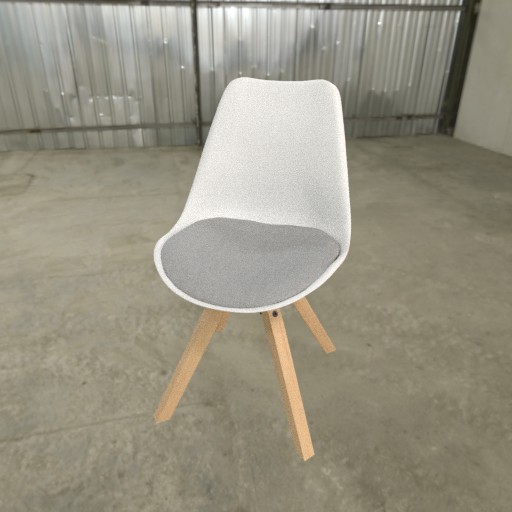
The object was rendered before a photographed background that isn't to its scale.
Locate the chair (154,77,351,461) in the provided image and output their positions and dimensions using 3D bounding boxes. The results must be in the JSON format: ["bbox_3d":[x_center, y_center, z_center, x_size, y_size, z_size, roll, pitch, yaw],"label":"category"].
[{"bbox_3d":[0.000,0.000,1.199,0.485,0.850,0.550,8,28,15],"label":"chair"}]
